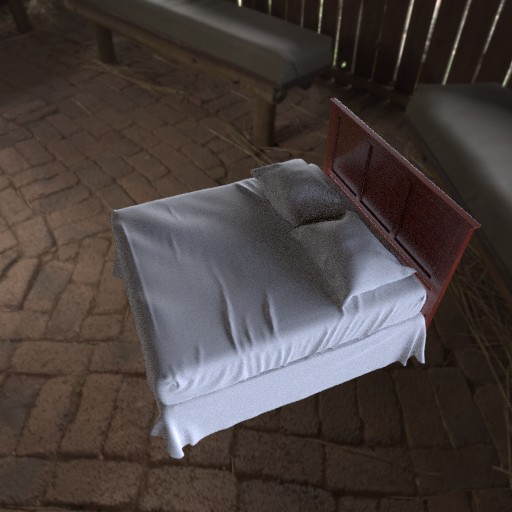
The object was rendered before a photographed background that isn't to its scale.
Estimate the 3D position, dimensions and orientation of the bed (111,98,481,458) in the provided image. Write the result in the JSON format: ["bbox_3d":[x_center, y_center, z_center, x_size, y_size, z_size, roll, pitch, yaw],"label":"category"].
[{"bbox_3d":[0.000,0.000,3.181,2.050,1.270,1.870,-16,48,-15],"label":"bed"}]
